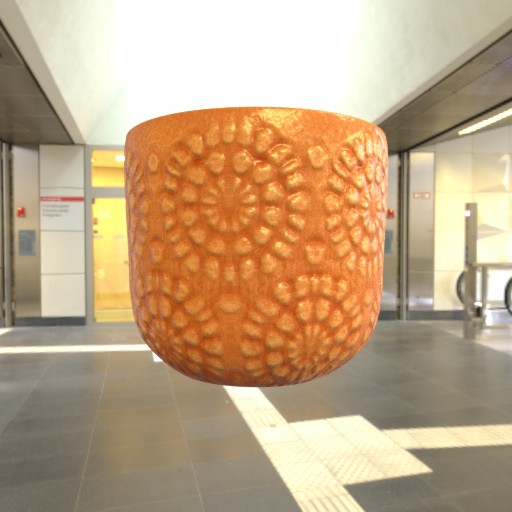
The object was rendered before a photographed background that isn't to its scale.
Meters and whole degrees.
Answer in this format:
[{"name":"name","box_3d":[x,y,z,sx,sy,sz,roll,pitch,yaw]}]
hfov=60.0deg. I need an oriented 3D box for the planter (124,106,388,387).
[{"name":"planter","box_3d":[0.000,0.000,0.218,0.124,0.109,0.124,0,1,0]}]
